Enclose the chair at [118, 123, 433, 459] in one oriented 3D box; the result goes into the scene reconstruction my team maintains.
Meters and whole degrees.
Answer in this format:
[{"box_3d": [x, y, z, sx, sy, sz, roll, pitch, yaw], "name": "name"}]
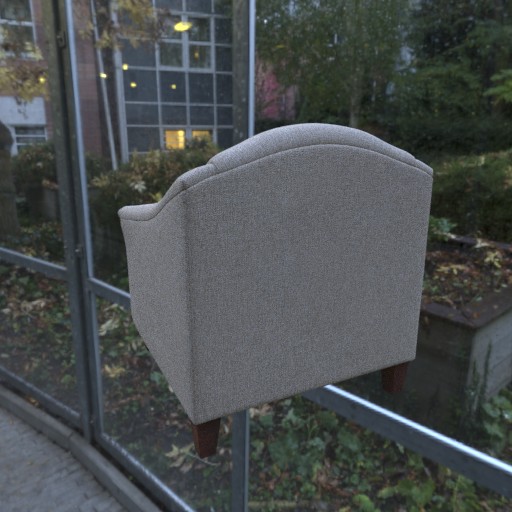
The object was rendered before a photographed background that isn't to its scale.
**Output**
[{"box_3d": [0.000, 0.000, 1.501, 0.763, 0.839, 0.787, -7, 16, -26], "name": "chair"}]
